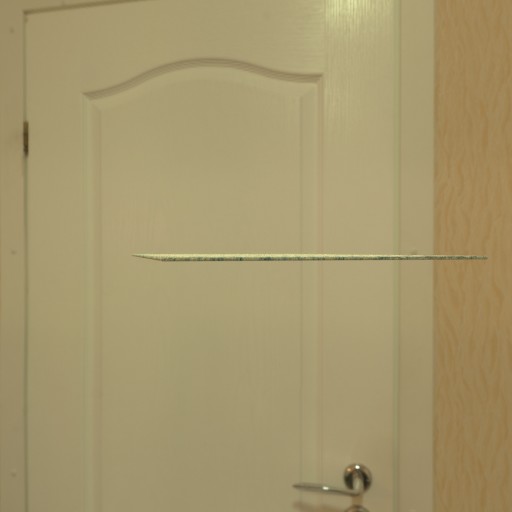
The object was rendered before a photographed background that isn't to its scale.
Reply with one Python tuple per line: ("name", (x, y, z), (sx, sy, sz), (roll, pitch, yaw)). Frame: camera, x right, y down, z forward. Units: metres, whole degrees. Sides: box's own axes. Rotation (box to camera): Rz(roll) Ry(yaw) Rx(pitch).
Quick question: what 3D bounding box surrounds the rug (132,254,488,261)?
("rug", (0.000, 0.000, 3.020), (1.524, 0.015, 2.439), (0, 1, -18))
